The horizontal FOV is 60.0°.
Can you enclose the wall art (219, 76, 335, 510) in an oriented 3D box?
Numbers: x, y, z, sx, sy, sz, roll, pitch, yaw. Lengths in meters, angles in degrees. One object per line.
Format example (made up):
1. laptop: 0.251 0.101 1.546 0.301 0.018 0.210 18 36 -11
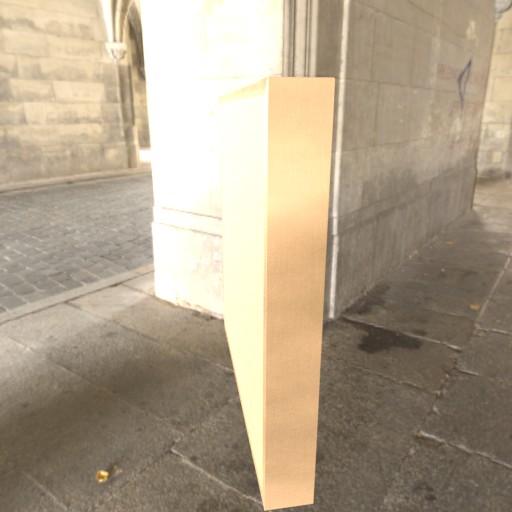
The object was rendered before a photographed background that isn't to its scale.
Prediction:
1. wall art: 0.000 0.000 0.432 0.038 0.303 0.305 -3 18 -9
